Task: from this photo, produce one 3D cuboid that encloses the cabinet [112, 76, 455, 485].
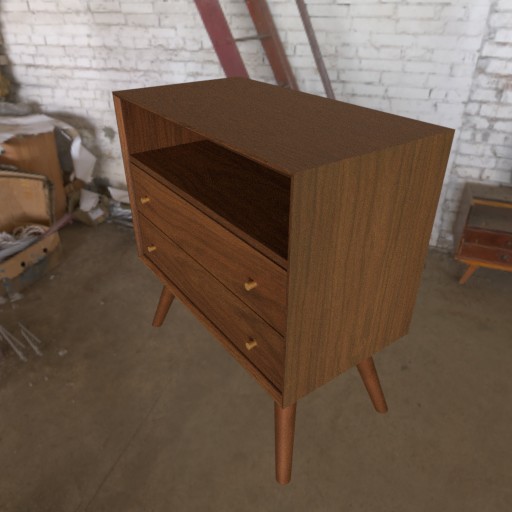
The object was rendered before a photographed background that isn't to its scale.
[{"bbox_3d":[0.000,0.000,1.150,0.388,0.748,0.712,-20,37,-30],"label":"cabinet"}]
